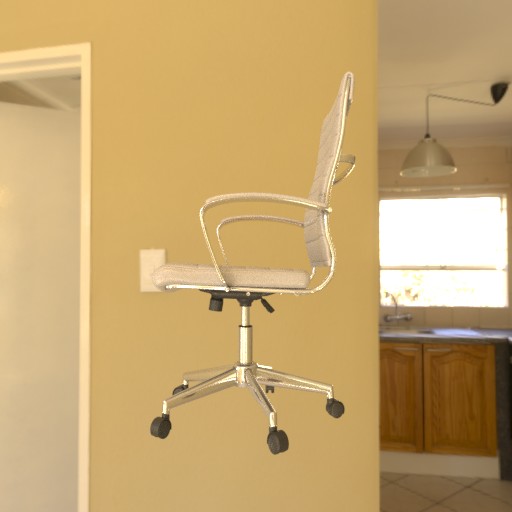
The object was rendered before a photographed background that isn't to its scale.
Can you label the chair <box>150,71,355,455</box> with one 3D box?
[{"bbox_3d":[0.000,0.000,1.595,0.667,1.149,0.679,0,-2,0],"label":"chair"}]
